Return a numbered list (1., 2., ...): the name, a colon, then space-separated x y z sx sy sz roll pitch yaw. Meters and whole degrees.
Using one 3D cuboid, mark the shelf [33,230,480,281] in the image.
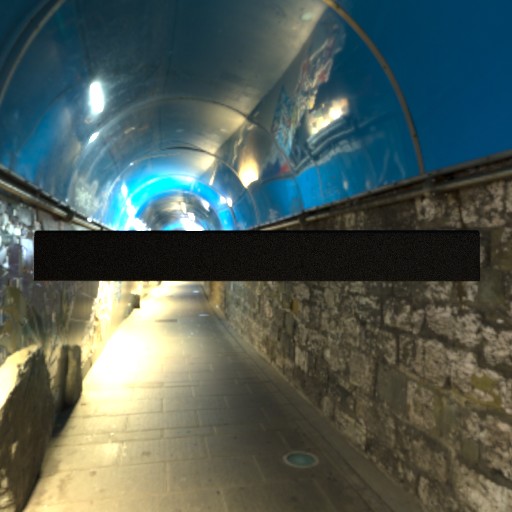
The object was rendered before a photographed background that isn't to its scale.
1. shelf: 0.000 0.000 0.502 0.456 0.053 0.102 0 -1 1
